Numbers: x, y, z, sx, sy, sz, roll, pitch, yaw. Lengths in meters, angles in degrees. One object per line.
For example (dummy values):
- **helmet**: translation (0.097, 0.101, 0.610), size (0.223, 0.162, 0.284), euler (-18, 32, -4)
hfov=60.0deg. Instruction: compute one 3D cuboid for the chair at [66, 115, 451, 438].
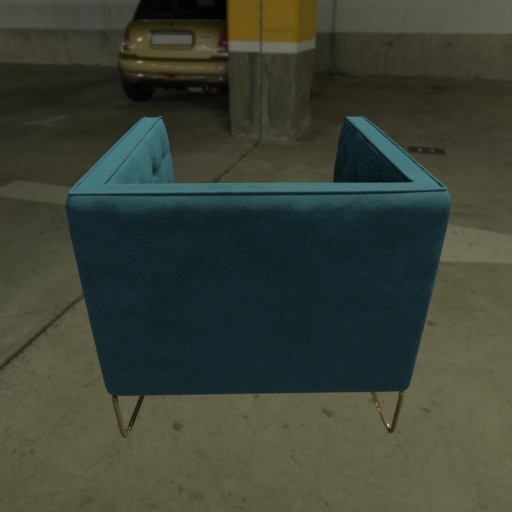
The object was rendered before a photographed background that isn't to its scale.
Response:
- **chair**: translation (0.000, 0.000, 1.525), size (0.880, 0.790, 0.894), euler (-1, 29, -1)
